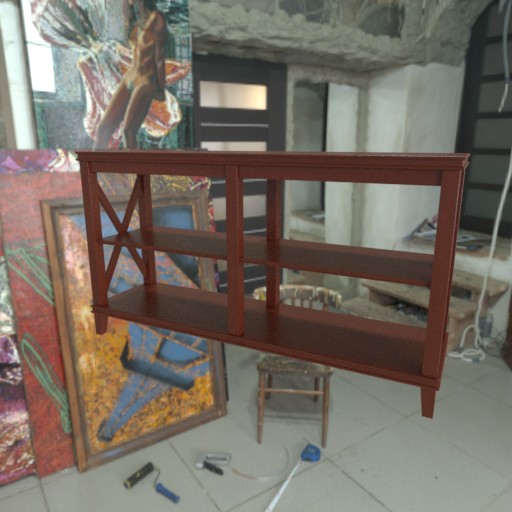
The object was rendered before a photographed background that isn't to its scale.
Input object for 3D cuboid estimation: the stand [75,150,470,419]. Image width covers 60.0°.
[{"bbox_3d":[0.000,0.000,1.671,1.372,0.762,0.381,7,16,26],"label":"stand"}]
